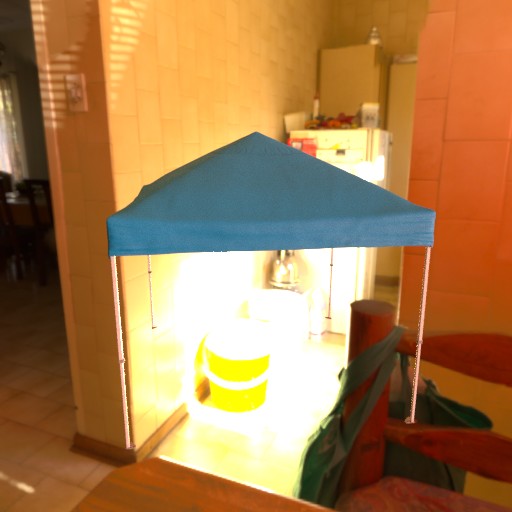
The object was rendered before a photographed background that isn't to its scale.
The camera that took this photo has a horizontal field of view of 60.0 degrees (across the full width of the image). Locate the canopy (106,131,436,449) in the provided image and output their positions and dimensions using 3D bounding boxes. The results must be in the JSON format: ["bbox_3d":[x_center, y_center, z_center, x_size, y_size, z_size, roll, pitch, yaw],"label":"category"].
[{"bbox_3d":[0.000,0.000,5.536,2.998,2.997,2.996,-2,14,-8],"label":"canopy"}]
